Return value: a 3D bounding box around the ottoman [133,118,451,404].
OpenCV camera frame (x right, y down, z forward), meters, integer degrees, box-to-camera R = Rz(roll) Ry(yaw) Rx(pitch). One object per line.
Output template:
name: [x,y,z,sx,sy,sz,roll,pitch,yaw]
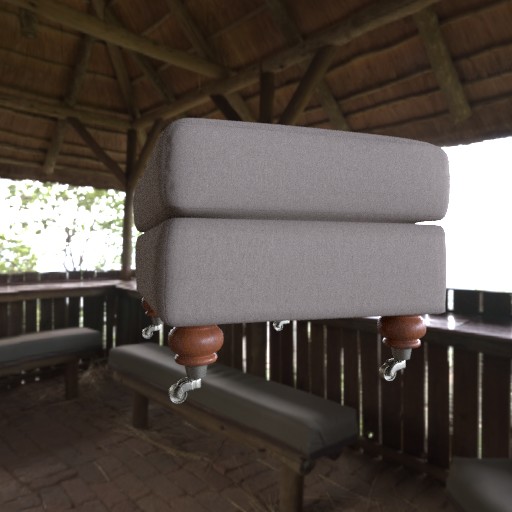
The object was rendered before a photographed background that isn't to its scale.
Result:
ottoman: [0.000,0.000,1.117,0.574,0.497,0.773,0,0,-19]
